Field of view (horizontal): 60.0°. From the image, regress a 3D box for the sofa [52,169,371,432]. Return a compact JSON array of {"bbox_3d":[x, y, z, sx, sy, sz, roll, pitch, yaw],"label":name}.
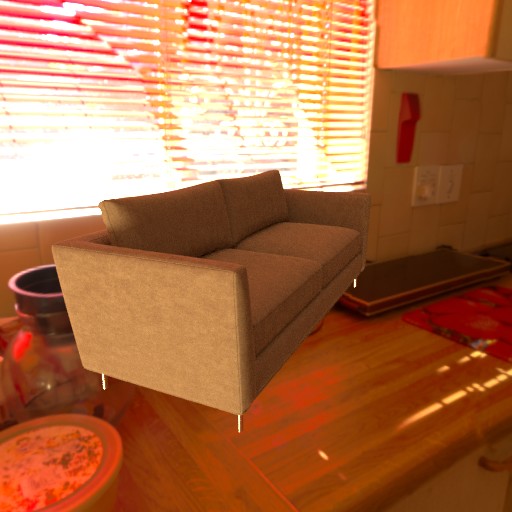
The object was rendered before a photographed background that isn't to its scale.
[{"bbox_3d":[0.000,0.000,2.597,0.889,0.864,2.121,7,17,25],"label":"sofa"}]
